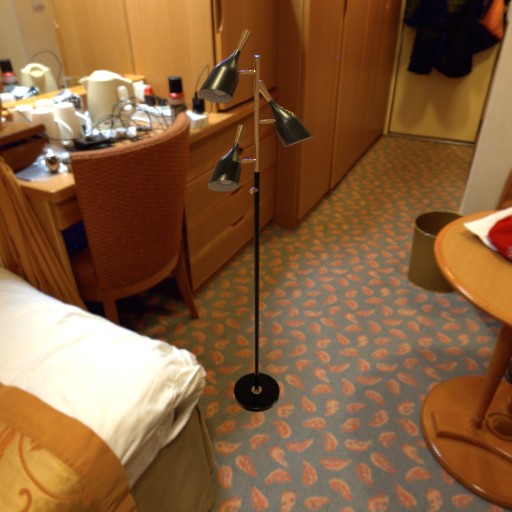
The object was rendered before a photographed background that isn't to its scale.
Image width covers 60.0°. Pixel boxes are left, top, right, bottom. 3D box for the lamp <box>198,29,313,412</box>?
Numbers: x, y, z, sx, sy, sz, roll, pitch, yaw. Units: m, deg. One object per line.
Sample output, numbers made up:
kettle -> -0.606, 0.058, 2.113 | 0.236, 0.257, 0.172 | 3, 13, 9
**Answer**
lamp -> 0.000, 0.000, 1.957 | 0.434, 1.778, 0.253 | -10, 34, -16
